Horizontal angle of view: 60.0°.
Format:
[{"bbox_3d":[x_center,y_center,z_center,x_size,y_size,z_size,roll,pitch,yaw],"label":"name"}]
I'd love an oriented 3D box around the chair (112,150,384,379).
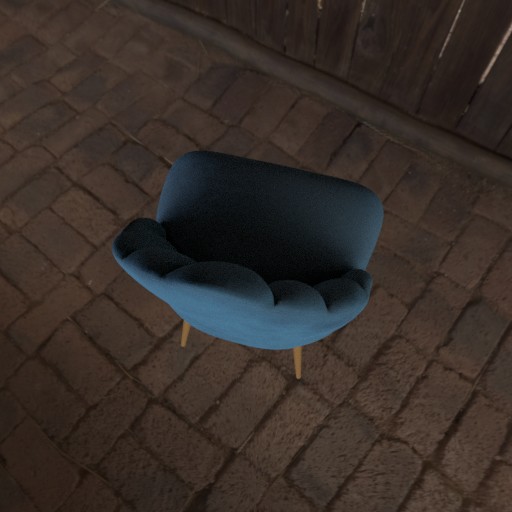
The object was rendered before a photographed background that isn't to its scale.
[{"bbox_3d":[0.000,0.000,1.278,0.657,0.819,0.599,14,64,7],"label":"chair"}]
